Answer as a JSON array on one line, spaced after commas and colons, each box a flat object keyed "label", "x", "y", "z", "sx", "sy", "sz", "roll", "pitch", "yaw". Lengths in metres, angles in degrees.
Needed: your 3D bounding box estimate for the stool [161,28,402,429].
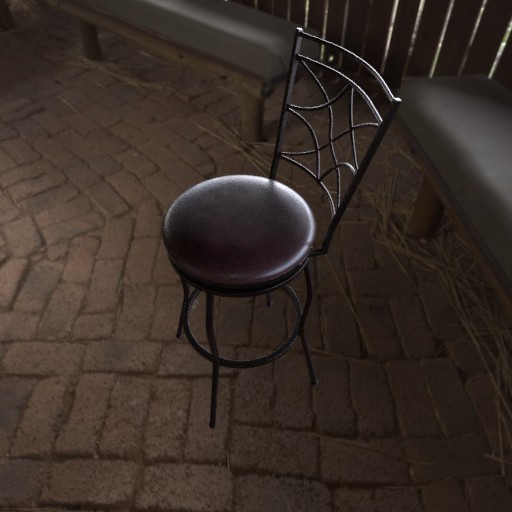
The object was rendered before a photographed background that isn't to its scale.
[{"label": "stool", "x": 0.000, "y": 0.000, "z": 1.353, "sx": 0.534, "sy": 1.117, "sz": 0.434, "roll": -17, "pitch": 48, "yaw": -16}]
